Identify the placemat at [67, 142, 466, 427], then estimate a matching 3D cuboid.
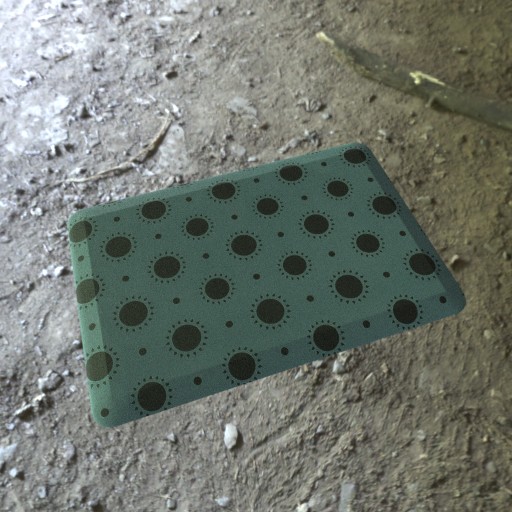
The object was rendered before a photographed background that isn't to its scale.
[{"bbox_3d":[0.000,0.000,0.958,0.762,0.021,0.508,-16,59,-10],"label":"placemat"}]
